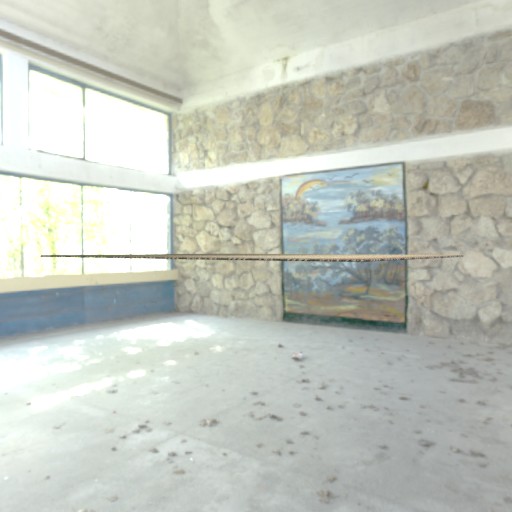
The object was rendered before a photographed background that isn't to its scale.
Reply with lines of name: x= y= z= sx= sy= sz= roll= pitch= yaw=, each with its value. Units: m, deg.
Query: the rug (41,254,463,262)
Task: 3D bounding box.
rug: x=0.000 y=0.000 z=3.852 sx=2.902 sy=0.017 sz=2.305 roll=0 pitch=1 yaw=36
